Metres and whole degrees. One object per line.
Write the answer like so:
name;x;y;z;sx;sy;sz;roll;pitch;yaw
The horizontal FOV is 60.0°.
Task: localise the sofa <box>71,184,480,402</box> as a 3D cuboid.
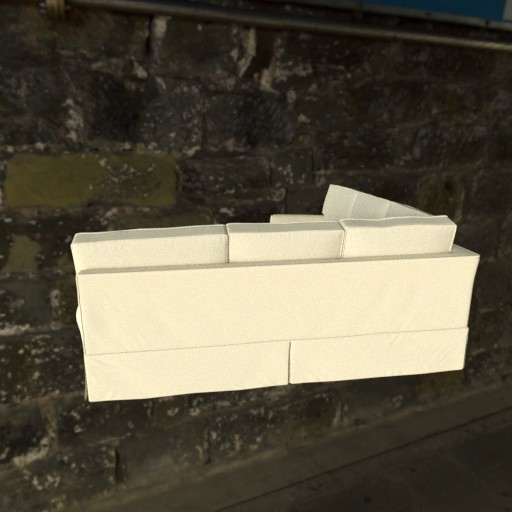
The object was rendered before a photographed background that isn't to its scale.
sofa;0.000;0.000;4.011;2.597;1.070;2.591;-2;16;-9
